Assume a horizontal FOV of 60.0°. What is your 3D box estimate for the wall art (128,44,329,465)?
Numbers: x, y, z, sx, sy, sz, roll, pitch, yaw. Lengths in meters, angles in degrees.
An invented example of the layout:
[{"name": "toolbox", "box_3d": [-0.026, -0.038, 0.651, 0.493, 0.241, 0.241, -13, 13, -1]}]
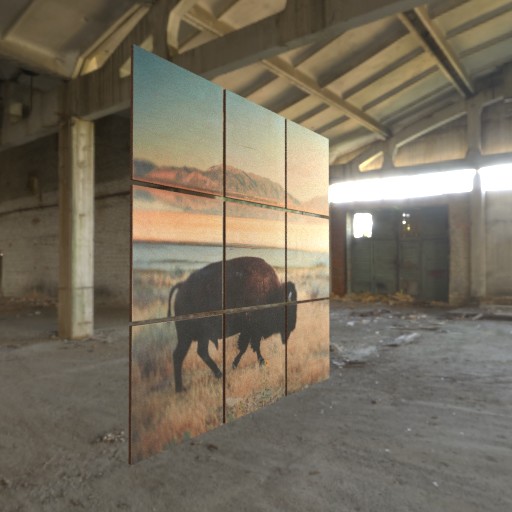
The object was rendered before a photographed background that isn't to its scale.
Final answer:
[{"name": "wall art", "box_3d": [0.000, 0.000, 1.775, 0.019, 1.218, 1.221, -1, -1, 37]}]
